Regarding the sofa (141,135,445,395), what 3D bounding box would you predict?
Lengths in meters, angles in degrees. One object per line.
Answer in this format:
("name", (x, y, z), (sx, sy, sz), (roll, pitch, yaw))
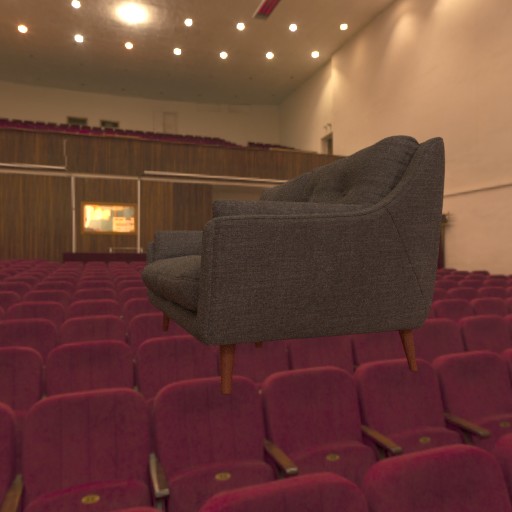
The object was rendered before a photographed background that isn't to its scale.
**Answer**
("sofa", (0.000, 0.000, 2.141), (0.976, 0.887, 1.646), (0, -1, -20))
